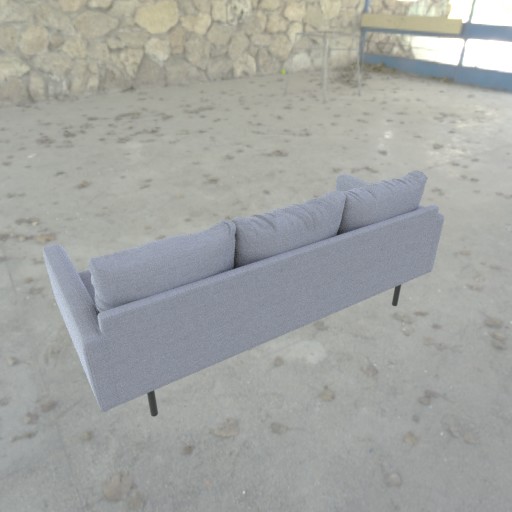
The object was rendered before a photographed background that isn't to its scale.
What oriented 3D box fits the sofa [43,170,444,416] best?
[{"bbox_3d":[0.000,0.000,2.424,2.000,0.830,0.850,-18,35,-27],"label":"sofa"}]
